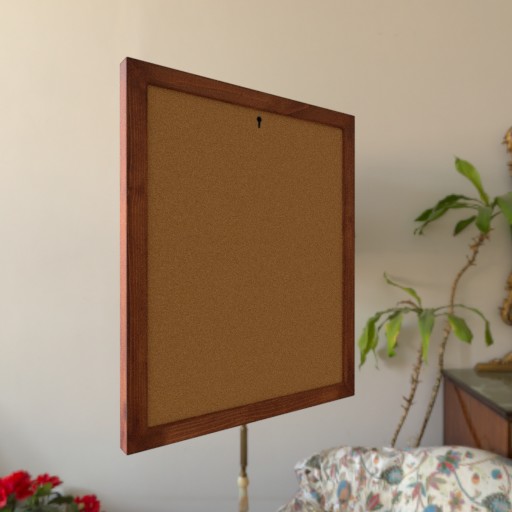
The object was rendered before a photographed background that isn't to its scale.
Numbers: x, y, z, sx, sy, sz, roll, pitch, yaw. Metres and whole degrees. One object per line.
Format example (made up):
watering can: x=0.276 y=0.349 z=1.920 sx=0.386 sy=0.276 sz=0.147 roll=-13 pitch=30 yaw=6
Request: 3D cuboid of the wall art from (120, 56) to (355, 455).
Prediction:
wall art: x=0.000 y=0.000 z=0.763 sx=0.462 sy=0.558 sz=0.030 roll=0 pitch=0 yaw=-35
